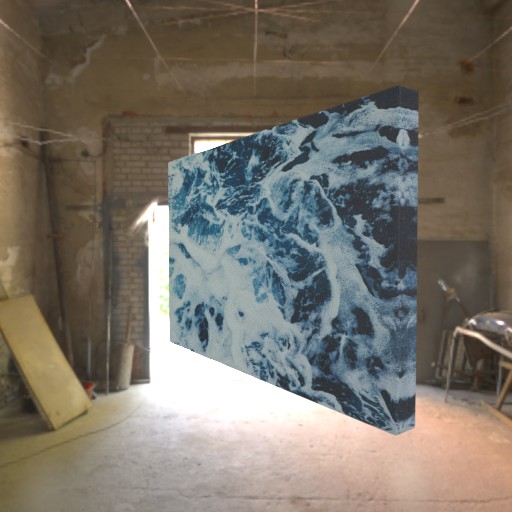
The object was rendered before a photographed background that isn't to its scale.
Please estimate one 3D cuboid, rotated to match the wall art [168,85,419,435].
[{"bbox_3d":[0.000,0.000,0.768,0.043,0.407,0.609,-1,2,-36],"label":"wall art"}]
